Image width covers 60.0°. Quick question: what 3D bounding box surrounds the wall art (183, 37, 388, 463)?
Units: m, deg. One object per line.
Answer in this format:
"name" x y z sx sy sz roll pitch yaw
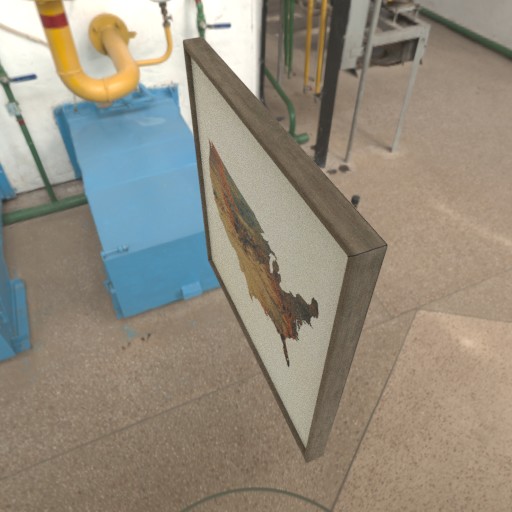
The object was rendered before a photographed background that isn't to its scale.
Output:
"wall art" 0.000 0.000 1.070 0.050 0.751 0.749 -17 49 -16
